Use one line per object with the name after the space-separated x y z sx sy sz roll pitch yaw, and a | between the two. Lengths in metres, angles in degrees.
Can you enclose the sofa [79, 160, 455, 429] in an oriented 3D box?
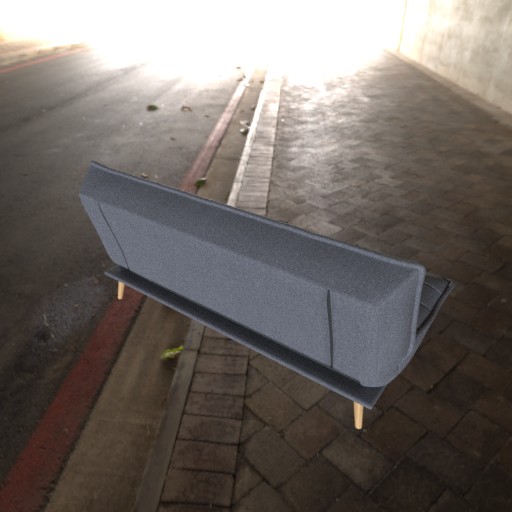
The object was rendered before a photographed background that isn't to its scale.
0.000 0.000 2.491 1.940 0.890 0.950 21 36 31 | sofa
